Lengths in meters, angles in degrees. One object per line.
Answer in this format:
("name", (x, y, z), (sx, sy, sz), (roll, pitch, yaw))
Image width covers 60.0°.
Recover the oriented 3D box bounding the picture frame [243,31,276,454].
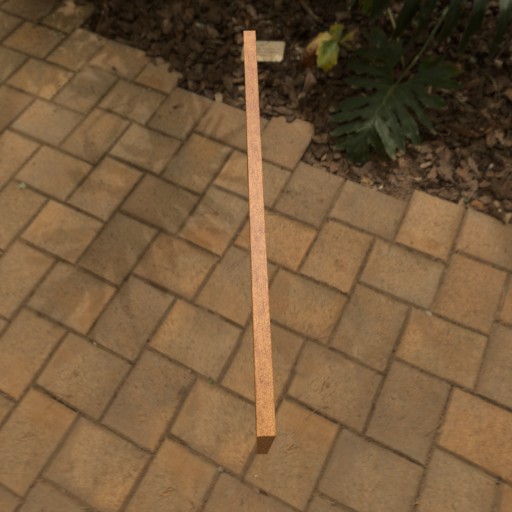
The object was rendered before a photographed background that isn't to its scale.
("picture frame", (0.000, 0.000, 1.157), (0.029, 0.621, 0.922), (-2, 64, -1))
